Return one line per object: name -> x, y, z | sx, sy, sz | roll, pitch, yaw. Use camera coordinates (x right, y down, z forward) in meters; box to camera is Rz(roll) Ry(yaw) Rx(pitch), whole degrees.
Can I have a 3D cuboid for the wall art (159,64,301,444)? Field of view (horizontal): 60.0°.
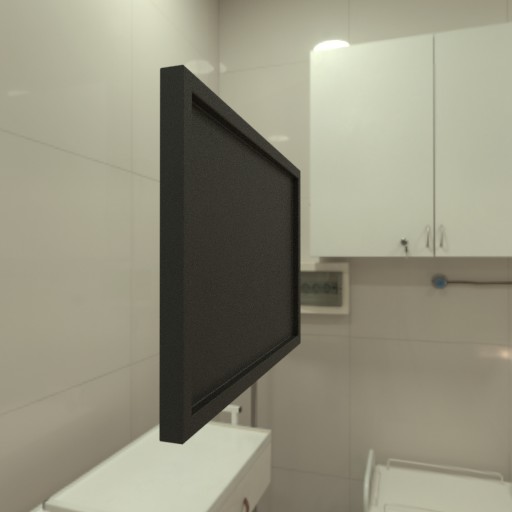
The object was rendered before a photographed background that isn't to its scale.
wall art -> 0.000, 0.000, 0.565 | 0.021, 0.301, 0.443 | 0, 0, 18
